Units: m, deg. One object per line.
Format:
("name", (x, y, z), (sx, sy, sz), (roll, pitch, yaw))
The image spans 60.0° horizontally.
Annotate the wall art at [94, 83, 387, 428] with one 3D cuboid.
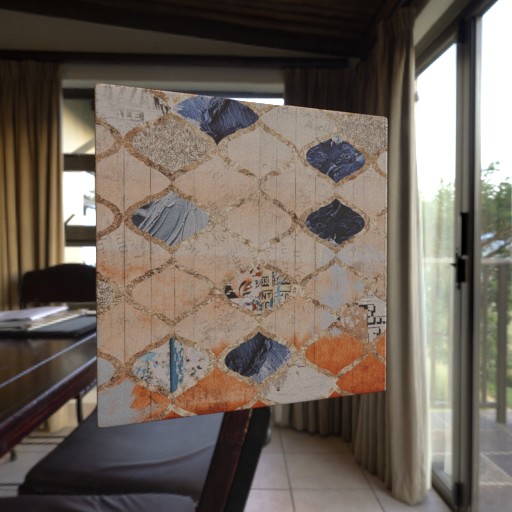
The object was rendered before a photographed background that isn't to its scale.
("wall art", (0.000, 0.000, 1.342), (0.912, 0.914, 0.039), (0, 1, -20))
